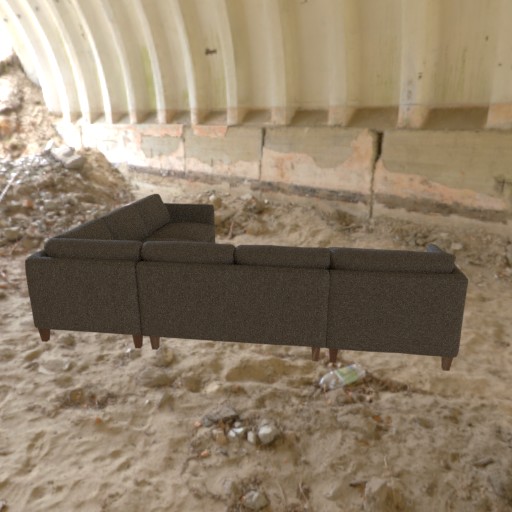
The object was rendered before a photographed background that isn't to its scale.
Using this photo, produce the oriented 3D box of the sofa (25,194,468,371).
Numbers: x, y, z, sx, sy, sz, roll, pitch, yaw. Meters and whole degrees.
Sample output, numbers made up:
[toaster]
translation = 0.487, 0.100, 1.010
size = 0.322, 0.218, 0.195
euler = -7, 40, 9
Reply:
[sofa]
translation = 0.000, 0.000, 4.396
size = 3.238, 0.853, 2.551
euler = 2, 17, 8
